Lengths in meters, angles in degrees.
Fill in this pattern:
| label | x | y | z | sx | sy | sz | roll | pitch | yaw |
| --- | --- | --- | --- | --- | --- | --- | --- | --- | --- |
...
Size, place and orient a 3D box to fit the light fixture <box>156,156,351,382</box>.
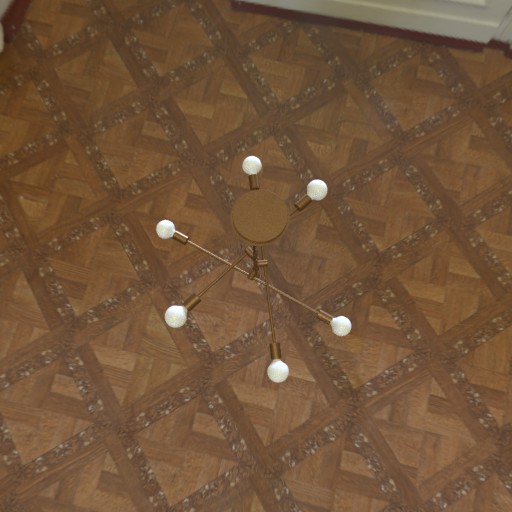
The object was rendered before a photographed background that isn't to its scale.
| label | x | y | z | sx | sy | sz | roll | pitch | yaw |
| --- | --- | --- | --- | --- | --- | --- | --- | --- | --- |
| light fixture | 0.000 | 0.000 | 1.261 | 0.637 | 0.744 | 0.682 | -31 | 79 | -7 |
